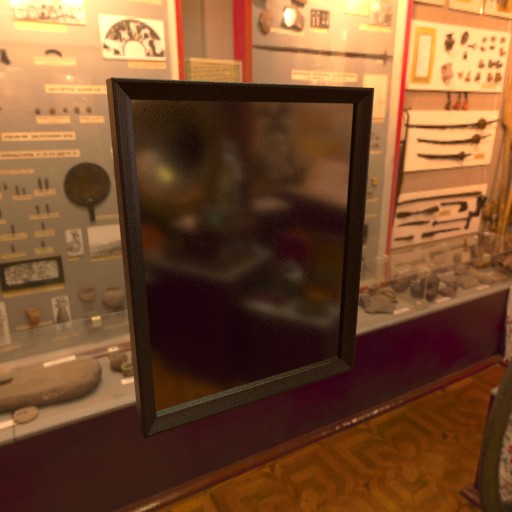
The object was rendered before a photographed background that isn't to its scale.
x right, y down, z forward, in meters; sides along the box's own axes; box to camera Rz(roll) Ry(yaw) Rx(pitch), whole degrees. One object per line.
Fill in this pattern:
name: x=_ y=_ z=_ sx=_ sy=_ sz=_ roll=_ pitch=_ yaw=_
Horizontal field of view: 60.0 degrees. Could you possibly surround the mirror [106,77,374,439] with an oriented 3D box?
mirror: x=0.000 y=0.000 z=0.702 sx=0.406 sy=0.509 sz=0.041 roll=-9 pitch=20 yaw=-27
